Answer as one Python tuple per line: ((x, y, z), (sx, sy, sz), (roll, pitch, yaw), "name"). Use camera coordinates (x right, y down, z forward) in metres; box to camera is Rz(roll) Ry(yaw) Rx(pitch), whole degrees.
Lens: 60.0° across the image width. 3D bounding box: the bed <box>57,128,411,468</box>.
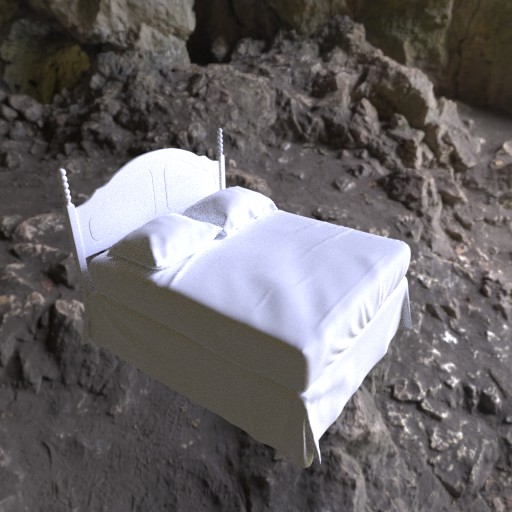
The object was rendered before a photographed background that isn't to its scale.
((0.000, 0.000, 3.260), (2.040, 1.356, 1.873), (18, 33, 31), "bed")
